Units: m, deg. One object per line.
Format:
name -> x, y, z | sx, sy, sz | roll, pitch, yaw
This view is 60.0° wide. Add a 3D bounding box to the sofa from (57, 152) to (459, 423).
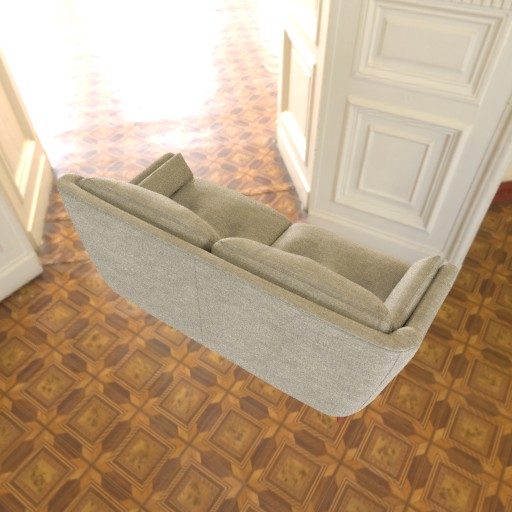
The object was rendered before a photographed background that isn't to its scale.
sofa -> 0.000, 0.000, 2.429 | 1.930, 0.897, 0.976 | 25, 52, 22
